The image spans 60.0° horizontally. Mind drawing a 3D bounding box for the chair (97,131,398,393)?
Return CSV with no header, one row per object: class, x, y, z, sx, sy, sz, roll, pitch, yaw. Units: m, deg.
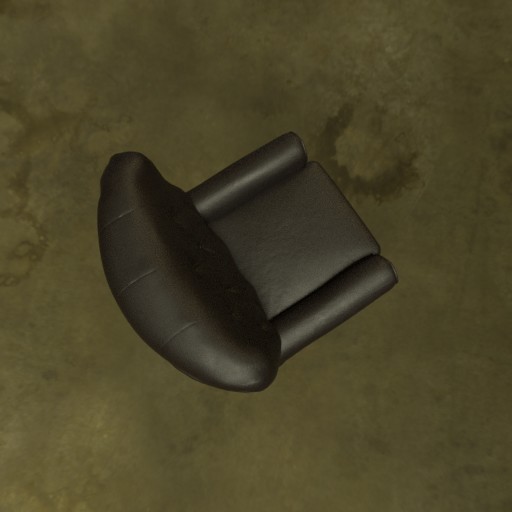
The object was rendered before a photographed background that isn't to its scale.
chair,0.000,0.000,1.984,1.058,1.158,0.948,-32,79,-7
